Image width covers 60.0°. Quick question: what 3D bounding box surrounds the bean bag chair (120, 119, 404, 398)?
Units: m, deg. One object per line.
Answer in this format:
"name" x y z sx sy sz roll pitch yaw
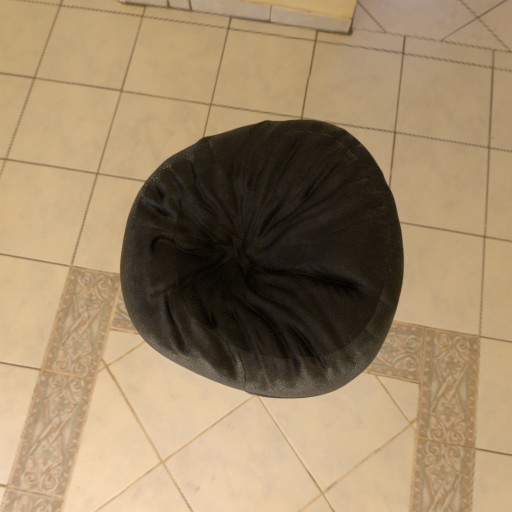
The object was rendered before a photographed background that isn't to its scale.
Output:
"bean bag chair" 0.000 0.000 2.499 1.524 0.878 1.524 0 75 0
